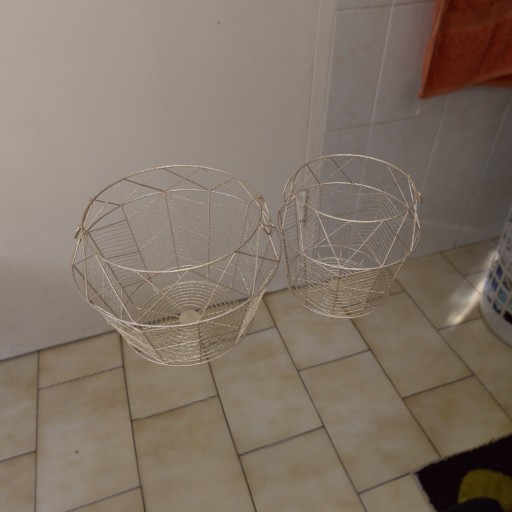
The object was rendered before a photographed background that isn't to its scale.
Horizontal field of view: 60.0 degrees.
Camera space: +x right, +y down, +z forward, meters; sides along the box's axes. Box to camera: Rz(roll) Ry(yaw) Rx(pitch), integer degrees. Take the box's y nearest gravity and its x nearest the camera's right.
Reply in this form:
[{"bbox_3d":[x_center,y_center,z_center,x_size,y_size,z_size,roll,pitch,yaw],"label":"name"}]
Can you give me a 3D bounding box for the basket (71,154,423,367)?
[{"bbox_3d":[0.000,0.000,1.059,0.805,0.343,0.451,-11,43,-12],"label":"basket"}]
